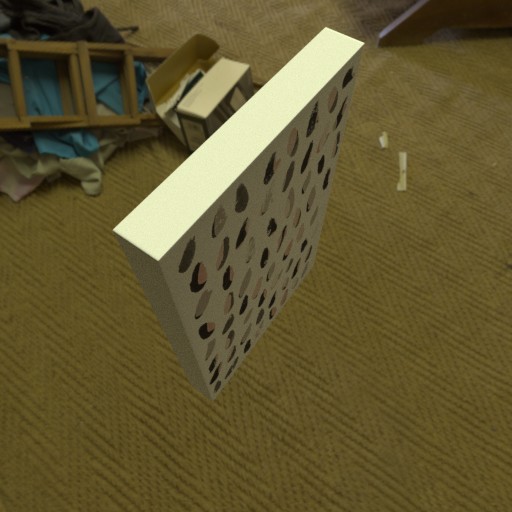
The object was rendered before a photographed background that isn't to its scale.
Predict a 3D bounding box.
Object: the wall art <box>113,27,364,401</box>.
[{"bbox_3d":[0.000,0.000,0.483,0.039,0.381,0.252,32,65,17],"label":"wall art"}]
